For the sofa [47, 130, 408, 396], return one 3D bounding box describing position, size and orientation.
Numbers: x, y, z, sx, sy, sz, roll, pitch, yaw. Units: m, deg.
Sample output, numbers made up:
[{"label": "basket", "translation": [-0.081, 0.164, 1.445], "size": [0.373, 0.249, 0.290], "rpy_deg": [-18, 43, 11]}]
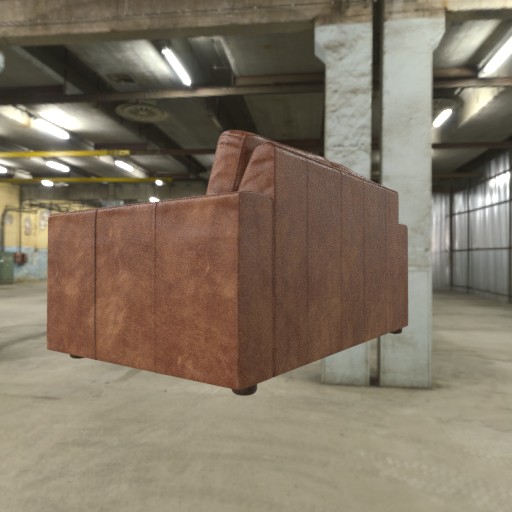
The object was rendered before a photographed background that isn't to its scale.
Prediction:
[{"label": "sofa", "translation": [0.000, 0.000, 2.231], "size": [1.041, 0.889, 1.626], "rpy_deg": [-1, -1, 36]}]
